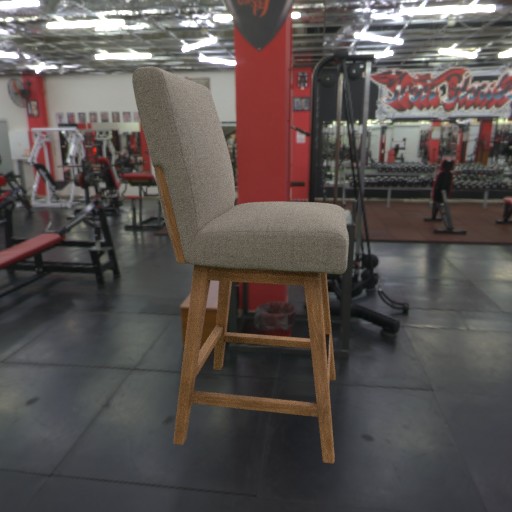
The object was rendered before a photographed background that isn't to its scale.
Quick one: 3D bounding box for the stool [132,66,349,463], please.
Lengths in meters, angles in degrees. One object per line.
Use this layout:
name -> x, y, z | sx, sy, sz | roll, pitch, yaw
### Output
stool -> 0.000, 0.000, 1.319 | 0.526, 1.010, 0.459 | 3, 15, 10
